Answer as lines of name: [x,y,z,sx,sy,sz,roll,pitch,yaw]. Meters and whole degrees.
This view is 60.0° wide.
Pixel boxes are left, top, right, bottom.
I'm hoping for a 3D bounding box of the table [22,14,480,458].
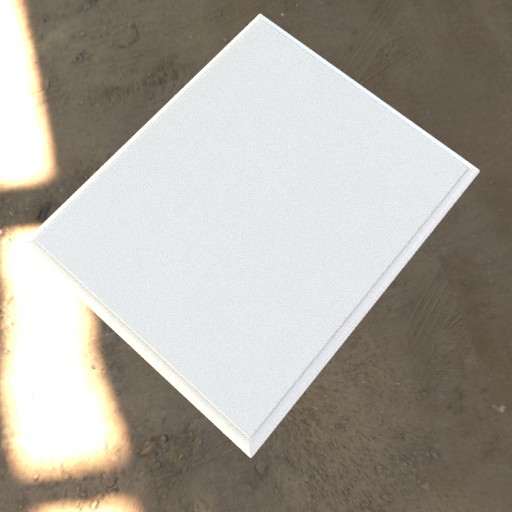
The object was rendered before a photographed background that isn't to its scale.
table: [0.000,0.000,0.811,0.381,0.531,0.460,40,79,9]
